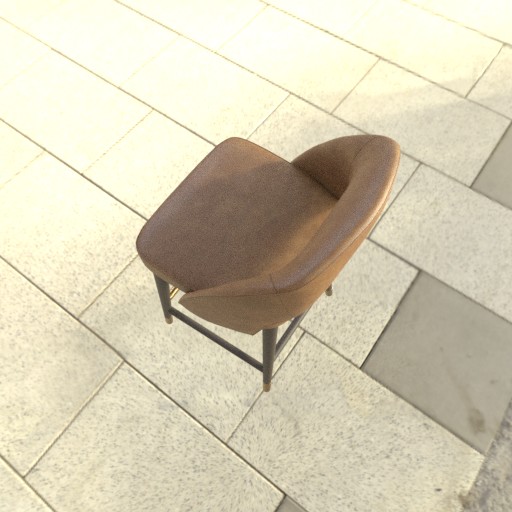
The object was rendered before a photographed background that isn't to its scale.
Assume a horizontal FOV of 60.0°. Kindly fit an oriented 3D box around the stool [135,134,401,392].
[{"bbox_3d":[0.000,0.000,1.235,0.509,0.940,0.494,32,68,14],"label":"stool"}]
